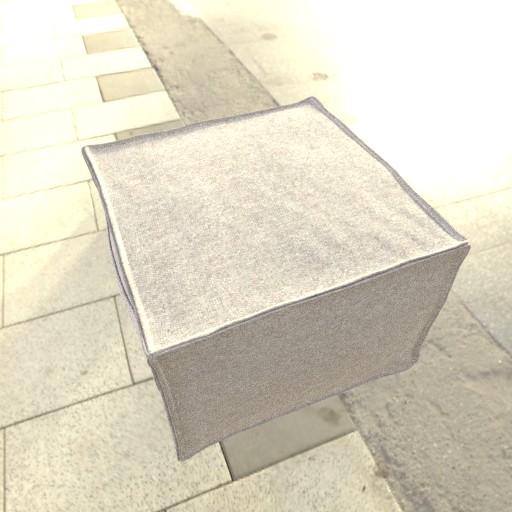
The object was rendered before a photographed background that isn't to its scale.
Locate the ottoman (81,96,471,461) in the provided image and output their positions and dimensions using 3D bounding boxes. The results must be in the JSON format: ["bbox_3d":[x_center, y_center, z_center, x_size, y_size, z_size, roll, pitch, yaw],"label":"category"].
[{"bbox_3d":[0.000,0.000,1.154,0.696,0.470,0.707,-17,49,-16],"label":"ottoman"}]
